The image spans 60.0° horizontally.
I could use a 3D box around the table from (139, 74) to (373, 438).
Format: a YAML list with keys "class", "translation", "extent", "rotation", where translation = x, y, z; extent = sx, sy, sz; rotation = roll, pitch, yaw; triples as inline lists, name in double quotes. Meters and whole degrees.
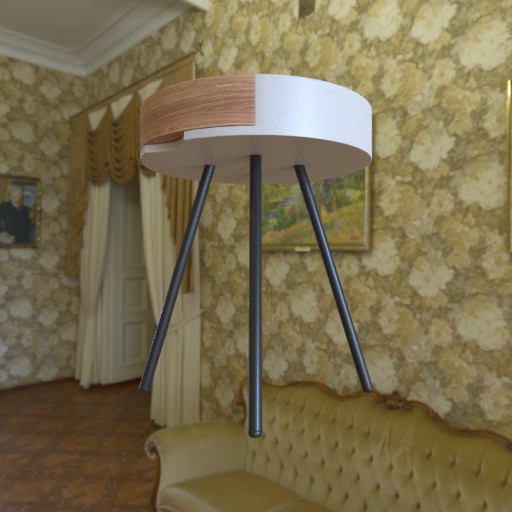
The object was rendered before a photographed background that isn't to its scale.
- class: "table"
  translation: [0.000, 0.000, 0.854]
  extent: [0.450, 0.525, 0.450]
  rotation: [0, 0, 0]
